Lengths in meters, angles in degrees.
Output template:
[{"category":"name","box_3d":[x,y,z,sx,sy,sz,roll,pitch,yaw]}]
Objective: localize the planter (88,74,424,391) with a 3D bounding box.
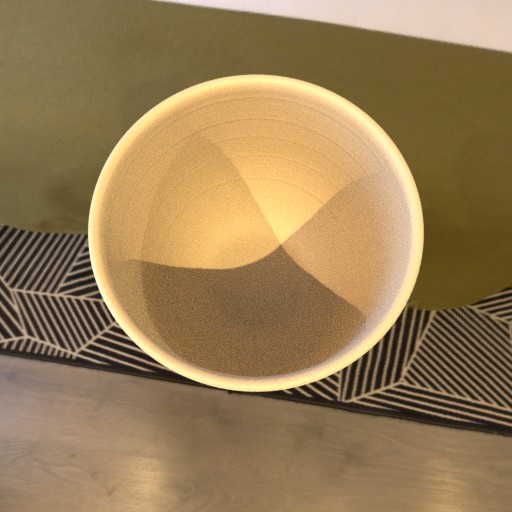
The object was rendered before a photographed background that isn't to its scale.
[{"category":"planter","box_3d":[0.000,0.000,0.215,0.124,0.109,0.124,0,74,0]}]
